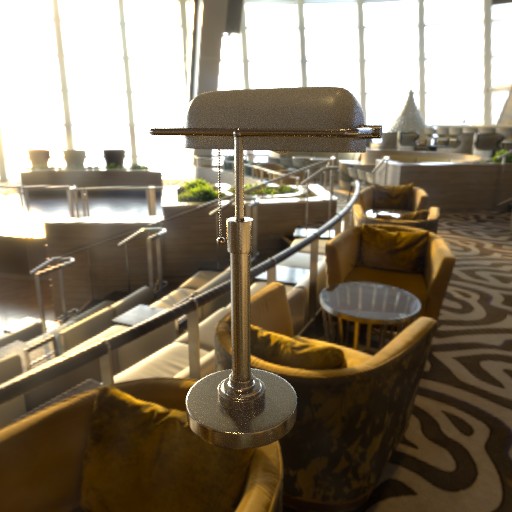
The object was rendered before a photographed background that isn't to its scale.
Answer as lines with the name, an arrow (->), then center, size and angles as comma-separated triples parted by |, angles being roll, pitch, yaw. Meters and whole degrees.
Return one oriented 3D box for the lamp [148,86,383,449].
lamp -> 0.000, 0.000, 0.561 | 0.269, 0.404, 0.227 | 8, 18, 25
